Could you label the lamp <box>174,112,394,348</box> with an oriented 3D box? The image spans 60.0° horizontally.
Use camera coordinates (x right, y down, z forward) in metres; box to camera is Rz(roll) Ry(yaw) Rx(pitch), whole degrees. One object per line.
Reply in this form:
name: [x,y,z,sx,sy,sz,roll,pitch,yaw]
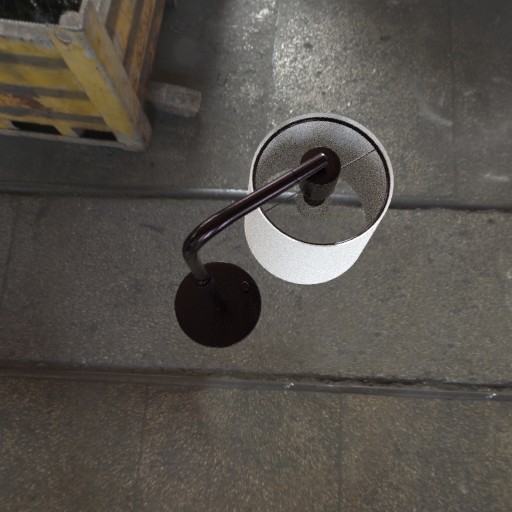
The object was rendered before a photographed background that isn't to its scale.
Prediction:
lamp: [0.000,0.000,0.633,0.333,0.489,0.171,-30,79,-6]
